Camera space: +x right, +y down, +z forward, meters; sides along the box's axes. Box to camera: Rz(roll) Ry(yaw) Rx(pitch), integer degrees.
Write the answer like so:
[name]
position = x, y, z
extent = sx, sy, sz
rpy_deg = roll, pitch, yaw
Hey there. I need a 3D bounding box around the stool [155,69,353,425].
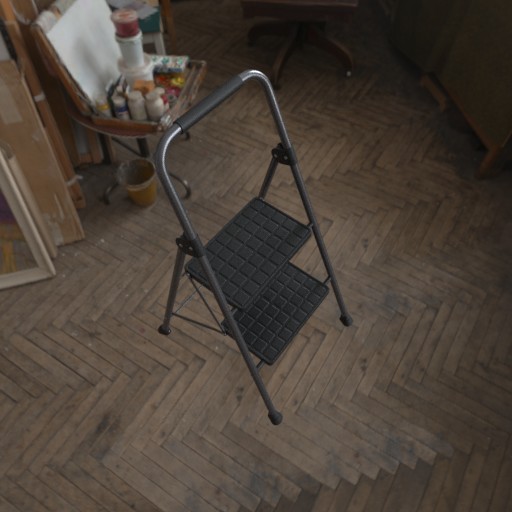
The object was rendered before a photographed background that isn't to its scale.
[stool]
position = 0.000, 0.000, 1.154
extent = 0.514, 0.872, 0.450
rpy_deg = 33, 63, 20
